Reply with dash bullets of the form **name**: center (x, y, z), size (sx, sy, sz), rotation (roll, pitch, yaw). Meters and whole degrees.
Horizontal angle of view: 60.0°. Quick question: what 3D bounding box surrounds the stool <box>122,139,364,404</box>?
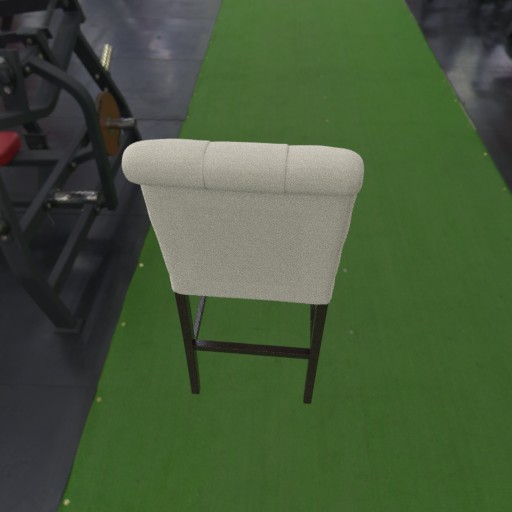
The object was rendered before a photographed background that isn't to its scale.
- **stool**: center (0.000, 0.000, 1.425), size (0.482, 1.118, 0.610), rotation (4, 46, 4)
